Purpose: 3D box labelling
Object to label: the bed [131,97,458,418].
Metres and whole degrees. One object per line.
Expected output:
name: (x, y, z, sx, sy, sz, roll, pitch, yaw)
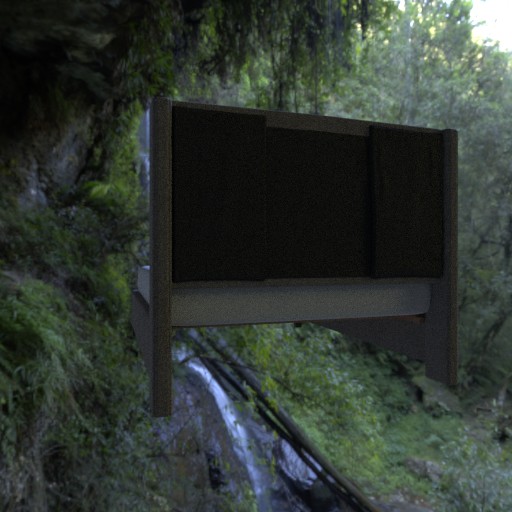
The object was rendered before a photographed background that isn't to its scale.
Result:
bed: (0.000, 0.000, 3.331, 1.714, 1.476, 2.245, 0, 0, -18)
